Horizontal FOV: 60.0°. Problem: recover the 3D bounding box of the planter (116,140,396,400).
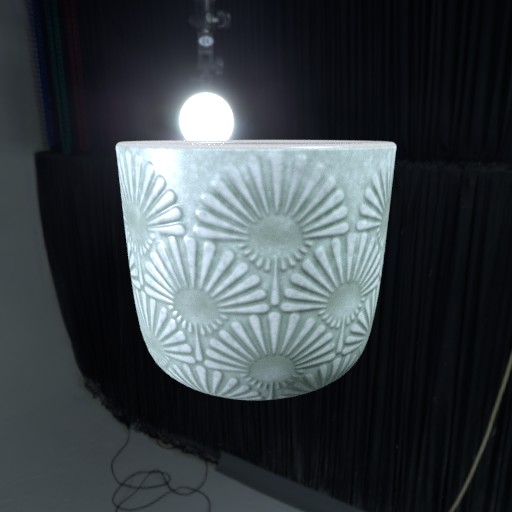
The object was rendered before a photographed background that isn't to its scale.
[{"bbox_3d":[0.000,0.000,0.218,0.124,0.109,0.124,0,15,0],"label":"planter"}]
